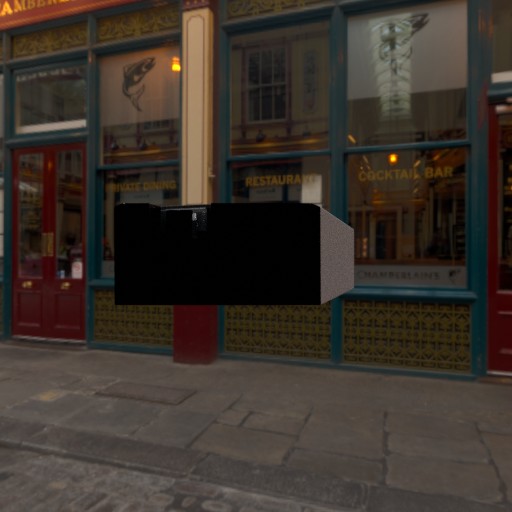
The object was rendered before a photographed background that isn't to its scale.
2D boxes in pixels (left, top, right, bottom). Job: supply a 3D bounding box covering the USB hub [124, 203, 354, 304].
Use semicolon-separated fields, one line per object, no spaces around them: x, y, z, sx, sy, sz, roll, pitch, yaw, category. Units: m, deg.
0.000;0.000;0.126;0.044;0.023;0.110;0;-1;18;USB hub
